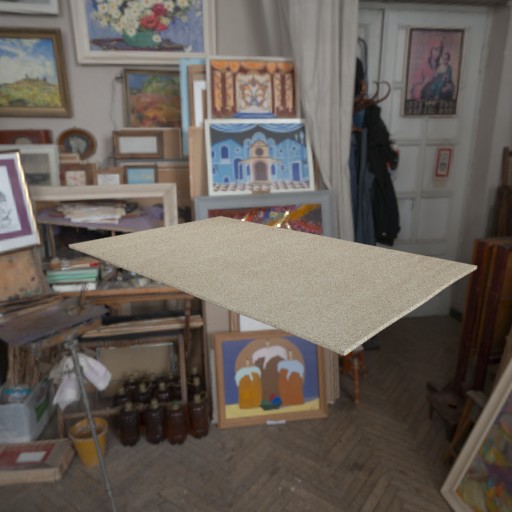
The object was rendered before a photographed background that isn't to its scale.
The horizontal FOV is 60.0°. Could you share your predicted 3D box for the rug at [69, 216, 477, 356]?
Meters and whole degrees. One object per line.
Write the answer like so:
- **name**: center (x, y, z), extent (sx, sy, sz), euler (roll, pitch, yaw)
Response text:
- **rug**: center (0.000, 0.000, 2.992), extent (2.346, 0.025, 1.500), euler (15, 22, 41)
